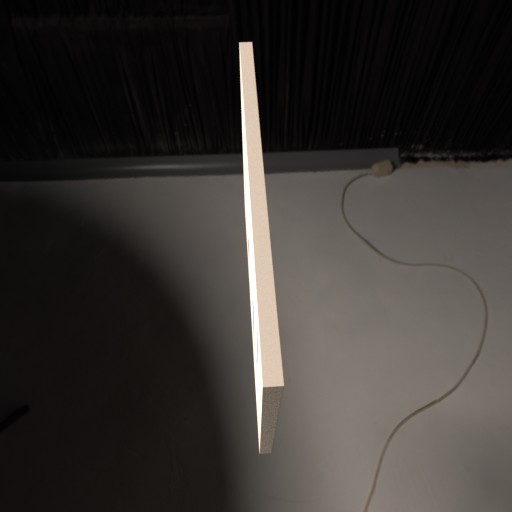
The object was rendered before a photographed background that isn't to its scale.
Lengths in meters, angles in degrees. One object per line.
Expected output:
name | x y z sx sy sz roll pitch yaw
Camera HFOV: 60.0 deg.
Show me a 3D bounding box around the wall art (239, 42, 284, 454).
wall art | 0.000 0.000 1.364 0.038 0.762 1.016 -3 58 -2
